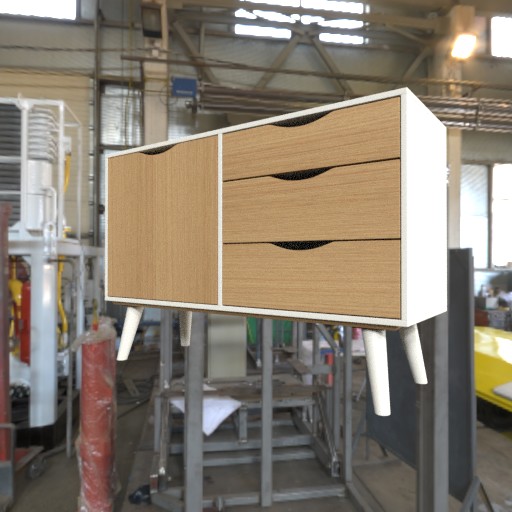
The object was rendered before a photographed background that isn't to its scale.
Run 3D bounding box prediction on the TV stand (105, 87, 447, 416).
[{"bbox_3d":[0.000,0.000,1.585,1.193,0.812,0.406,0,-1,36],"label":"TV stand"}]
